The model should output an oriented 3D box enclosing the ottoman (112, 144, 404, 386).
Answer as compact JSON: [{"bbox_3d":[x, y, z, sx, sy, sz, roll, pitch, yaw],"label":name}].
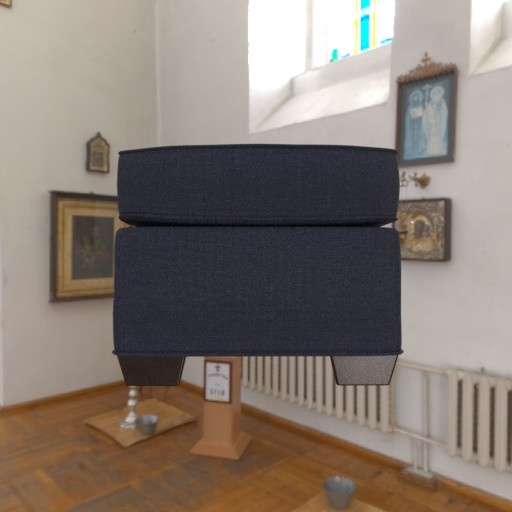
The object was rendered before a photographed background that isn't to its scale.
[{"bbox_3d":[0.000,0.000,1.177,0.505,0.453,0.895,0,0,-1],"label":"ottoman"}]
